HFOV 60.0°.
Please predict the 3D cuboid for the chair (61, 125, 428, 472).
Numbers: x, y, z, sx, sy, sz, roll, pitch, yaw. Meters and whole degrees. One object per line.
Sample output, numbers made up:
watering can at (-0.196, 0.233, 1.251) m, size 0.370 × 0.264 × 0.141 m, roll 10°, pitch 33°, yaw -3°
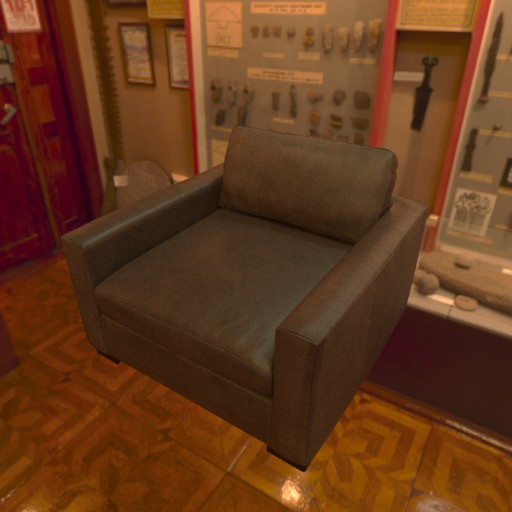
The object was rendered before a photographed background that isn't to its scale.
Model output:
chair at (0.000, 0.000, 1.815) m, size 1.100 × 0.812 × 1.069 m, roll 19°, pitch 35°, yaw 28°
